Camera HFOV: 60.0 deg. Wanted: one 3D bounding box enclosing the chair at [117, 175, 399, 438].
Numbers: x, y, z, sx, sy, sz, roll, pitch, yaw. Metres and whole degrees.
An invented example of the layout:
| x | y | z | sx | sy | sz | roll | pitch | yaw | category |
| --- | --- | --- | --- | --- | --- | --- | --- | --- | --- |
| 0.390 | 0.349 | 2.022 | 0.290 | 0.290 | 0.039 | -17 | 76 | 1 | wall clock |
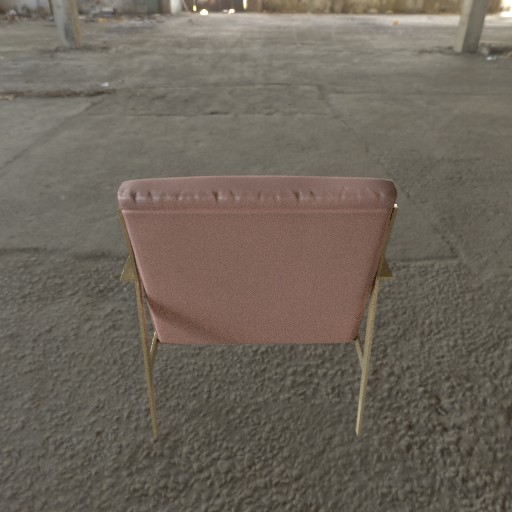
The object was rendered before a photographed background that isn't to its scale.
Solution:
| x | y | z | sx | sy | sz | roll | pitch | yaw | category |
| --- | --- | --- | --- | --- | --- | --- | --- | --- | --- |
| 0.000 | 0.000 | 1.488 | 0.701 | 0.823 | 0.848 | 0 | 31 | -1 | chair |
